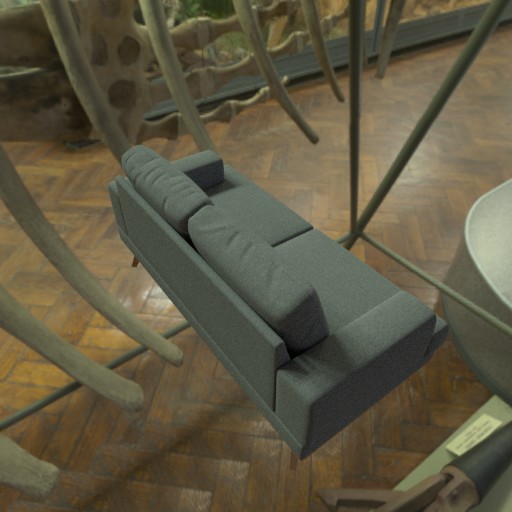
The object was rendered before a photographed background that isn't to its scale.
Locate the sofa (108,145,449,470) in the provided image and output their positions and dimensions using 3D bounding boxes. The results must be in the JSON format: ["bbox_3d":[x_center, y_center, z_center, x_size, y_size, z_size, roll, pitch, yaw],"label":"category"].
[{"bbox_3d":[0.000,0.000,2.112,0.785,0.810,1.650,-26,47,-27],"label":"sofa"}]
